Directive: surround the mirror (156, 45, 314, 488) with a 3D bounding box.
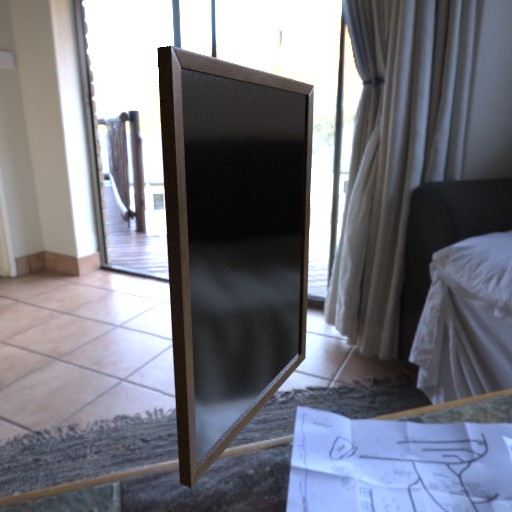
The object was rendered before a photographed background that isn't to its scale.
[{"bbox_3d":[0.000,0.000,1.307,0.040,1.016,0.762,8,17,27],"label":"mirror"}]
